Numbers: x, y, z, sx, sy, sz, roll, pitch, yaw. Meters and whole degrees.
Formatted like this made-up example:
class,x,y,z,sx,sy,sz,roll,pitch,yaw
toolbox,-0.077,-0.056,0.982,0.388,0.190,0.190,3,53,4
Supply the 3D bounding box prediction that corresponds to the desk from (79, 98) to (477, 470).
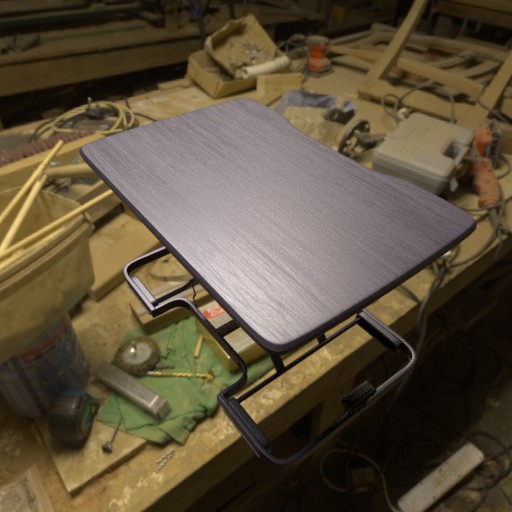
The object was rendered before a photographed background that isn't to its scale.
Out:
class,x,y,z,sx,sy,sz,roll,pitch,yaw
desk,0.000,0.000,1.160,0.546,0.470,0.820,-27,48,-27
